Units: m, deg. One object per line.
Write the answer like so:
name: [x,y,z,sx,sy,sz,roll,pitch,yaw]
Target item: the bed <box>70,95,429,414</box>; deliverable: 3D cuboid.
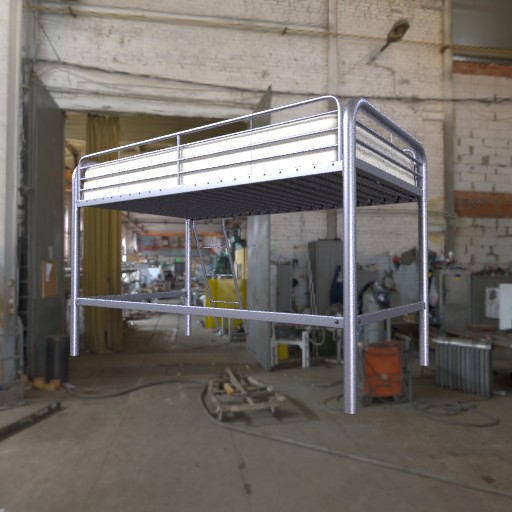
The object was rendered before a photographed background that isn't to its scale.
bed: [0.000,0.000,2.874,1.965,1.288,1.415,-1,-2,36]
